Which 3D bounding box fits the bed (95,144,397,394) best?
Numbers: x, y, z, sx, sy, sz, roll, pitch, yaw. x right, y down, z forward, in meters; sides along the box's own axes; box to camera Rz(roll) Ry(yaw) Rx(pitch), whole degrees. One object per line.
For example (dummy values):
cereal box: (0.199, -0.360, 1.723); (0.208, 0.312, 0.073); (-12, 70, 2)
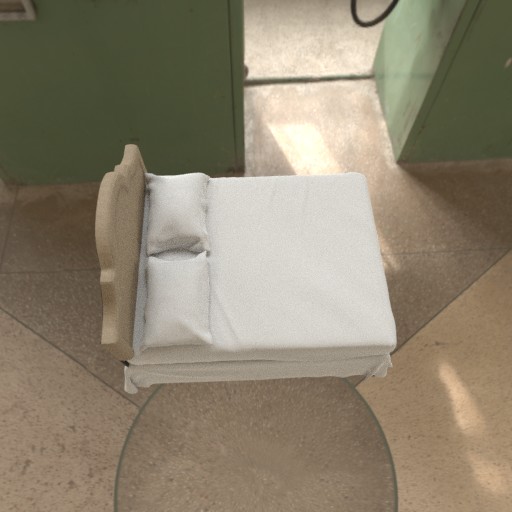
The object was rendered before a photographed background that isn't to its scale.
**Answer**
bed: (0.000, 0.000, 3.456); (2.222, 1.634, 1.780); (-2, 63, -1)
